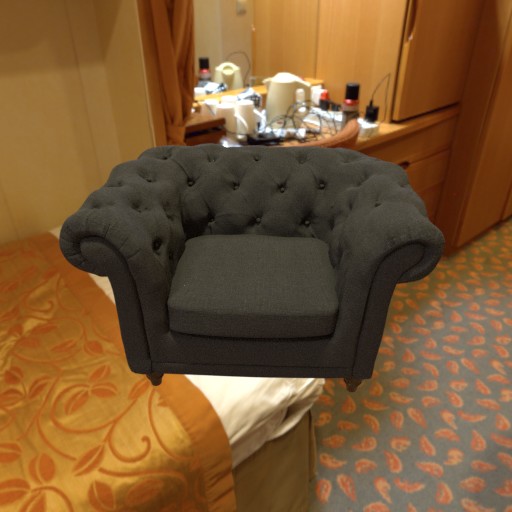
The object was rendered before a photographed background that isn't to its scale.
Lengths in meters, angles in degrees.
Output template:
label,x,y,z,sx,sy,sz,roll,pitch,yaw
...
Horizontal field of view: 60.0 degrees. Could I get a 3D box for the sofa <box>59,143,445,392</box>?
label,x,y,z,sx,sy,sz,roll,pitch,yaw
sofa,0.000,0.000,2.118,1.405,0.878,1.032,1,31,2
